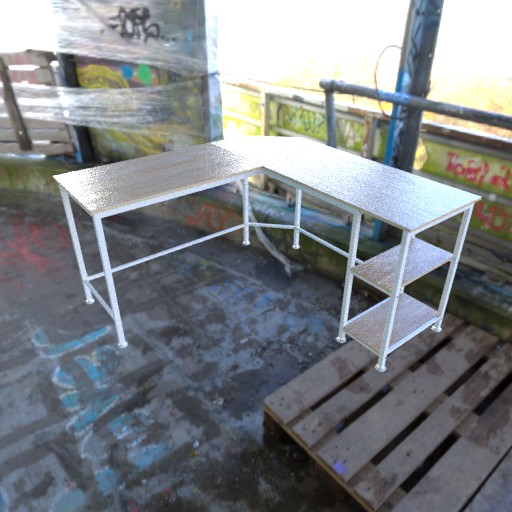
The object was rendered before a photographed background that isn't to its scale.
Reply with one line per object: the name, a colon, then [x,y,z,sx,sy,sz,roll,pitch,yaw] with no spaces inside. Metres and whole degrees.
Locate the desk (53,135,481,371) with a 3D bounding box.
desk: [0.000,0.000,2.195,1.379,0.739,1.379,-22,37,-32]
